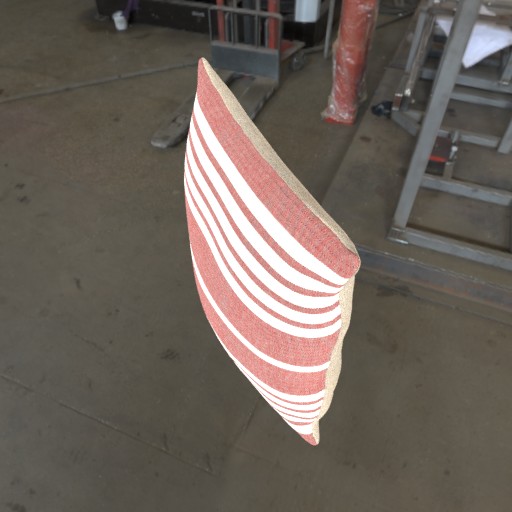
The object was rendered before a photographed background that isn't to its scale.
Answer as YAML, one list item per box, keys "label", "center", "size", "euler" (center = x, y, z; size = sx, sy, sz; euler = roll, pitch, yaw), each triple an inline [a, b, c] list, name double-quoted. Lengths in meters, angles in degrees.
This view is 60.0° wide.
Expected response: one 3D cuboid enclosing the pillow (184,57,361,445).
- label: "pillow"
  center: [0.000, 0.000, 0.659]
  size: [0.182, 0.427, 0.439]
  euler: [-17, 49, -15]
